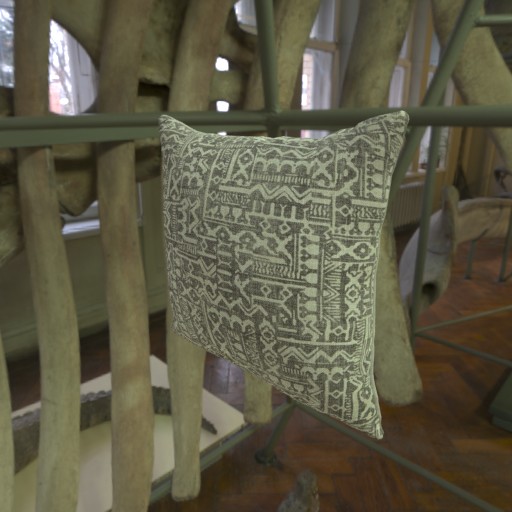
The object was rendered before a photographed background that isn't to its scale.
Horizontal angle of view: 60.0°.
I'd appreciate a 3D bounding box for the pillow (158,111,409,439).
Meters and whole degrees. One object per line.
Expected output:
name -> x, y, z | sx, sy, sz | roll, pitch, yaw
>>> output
pillow -> 0.000, 0.000, 0.791 | 0.546, 0.487, 0.180 | 16, 24, 42
